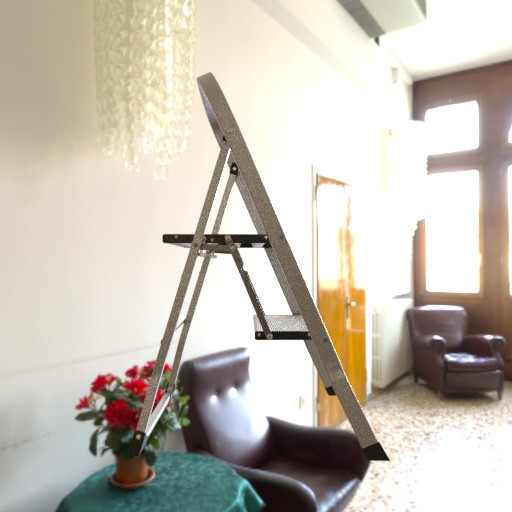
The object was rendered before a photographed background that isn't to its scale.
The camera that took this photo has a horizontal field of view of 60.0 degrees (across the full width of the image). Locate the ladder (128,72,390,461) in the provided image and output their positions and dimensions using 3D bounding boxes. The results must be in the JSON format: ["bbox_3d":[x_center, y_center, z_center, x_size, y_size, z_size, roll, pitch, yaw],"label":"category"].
[{"bbox_3d":[0.000,0.000,1.122,0.530,0.830,0.465,0,-1,-1],"label":"ladder"}]
